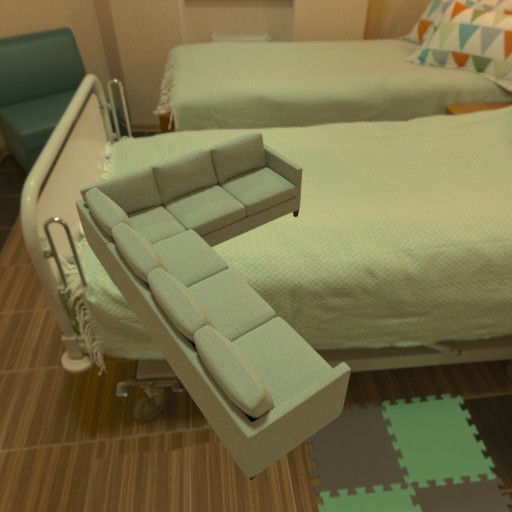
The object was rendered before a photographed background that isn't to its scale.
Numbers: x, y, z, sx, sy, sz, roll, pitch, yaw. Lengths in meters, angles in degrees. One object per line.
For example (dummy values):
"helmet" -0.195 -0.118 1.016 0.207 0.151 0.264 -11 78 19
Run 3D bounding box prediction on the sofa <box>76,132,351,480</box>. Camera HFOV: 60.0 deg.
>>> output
"sofa" 0.000 0.000 4.481 2.522 0.934 3.333 -25 47 -26
